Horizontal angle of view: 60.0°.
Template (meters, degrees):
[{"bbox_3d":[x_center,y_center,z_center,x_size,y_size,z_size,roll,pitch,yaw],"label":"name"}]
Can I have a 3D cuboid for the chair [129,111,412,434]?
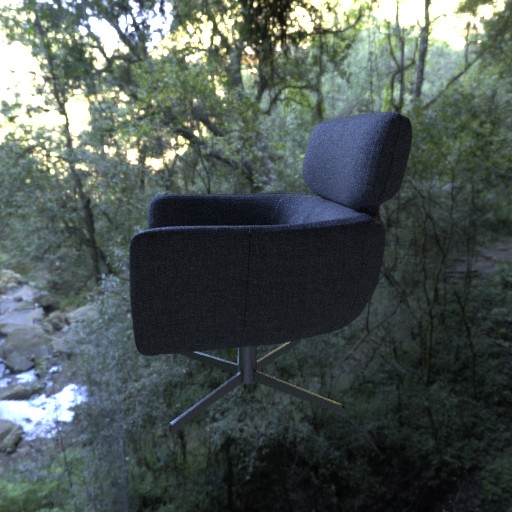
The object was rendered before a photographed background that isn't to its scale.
[{"bbox_3d":[0.000,0.000,1.319,0.715,0.812,0.706,-2,15,-9],"label":"chair"}]
